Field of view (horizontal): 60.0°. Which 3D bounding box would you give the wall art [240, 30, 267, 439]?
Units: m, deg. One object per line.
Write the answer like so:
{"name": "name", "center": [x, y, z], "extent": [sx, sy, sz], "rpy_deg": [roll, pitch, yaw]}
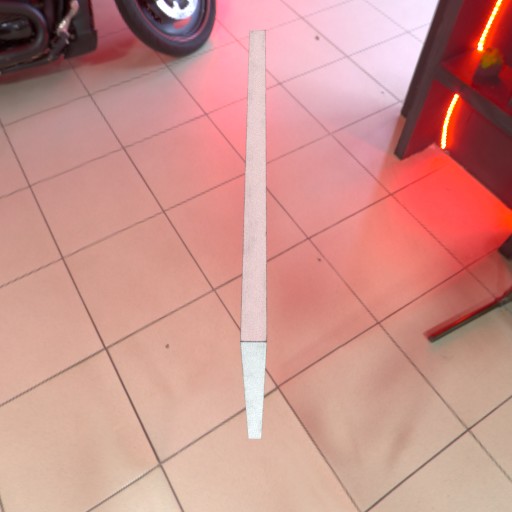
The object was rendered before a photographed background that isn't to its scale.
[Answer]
{"name": "wall art", "center": [0.000, 0.000, 1.152], "extent": [0.038, 0.762, 0.762], "rpy_deg": [0, 58, 0]}
